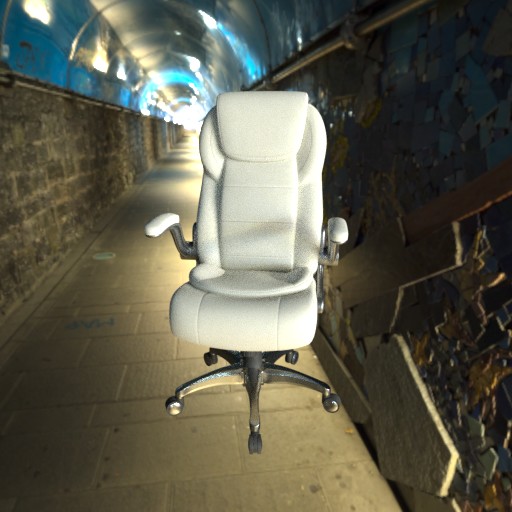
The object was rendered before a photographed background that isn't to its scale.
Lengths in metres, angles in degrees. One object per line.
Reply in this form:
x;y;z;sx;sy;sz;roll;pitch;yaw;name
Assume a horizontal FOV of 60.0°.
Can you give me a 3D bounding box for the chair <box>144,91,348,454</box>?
0.000;0.000;1.843;0.755;1.330;0.806;2;17;7;chair
